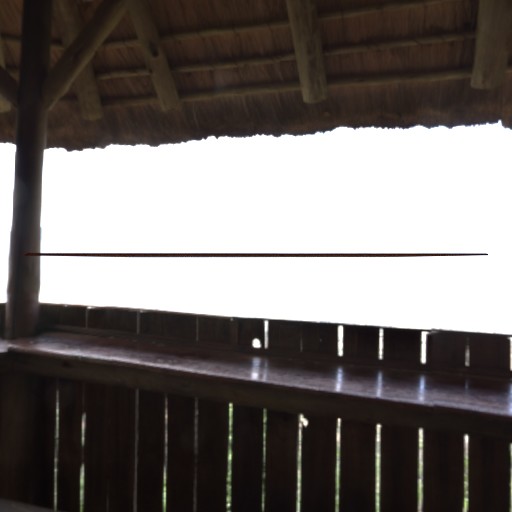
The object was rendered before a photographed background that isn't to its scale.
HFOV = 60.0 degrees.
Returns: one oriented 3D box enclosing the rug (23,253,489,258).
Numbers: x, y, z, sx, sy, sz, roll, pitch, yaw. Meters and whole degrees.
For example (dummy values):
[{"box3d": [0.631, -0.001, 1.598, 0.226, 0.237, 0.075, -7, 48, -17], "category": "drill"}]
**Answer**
[{"box3d": [0.000, 0.000, 4.026, 2.976, 0.018, 2.430, 0, -1, 0], "category": "rug"}]
